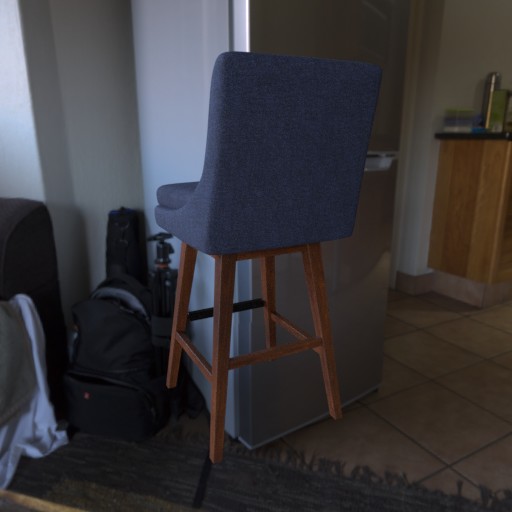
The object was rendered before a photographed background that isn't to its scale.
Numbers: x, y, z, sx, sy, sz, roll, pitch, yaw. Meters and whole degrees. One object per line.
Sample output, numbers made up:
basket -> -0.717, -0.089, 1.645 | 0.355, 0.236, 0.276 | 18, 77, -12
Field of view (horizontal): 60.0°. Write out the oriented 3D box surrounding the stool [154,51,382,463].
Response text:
stool -> 0.000, 0.000, 1.370 | 0.489, 1.068, 0.572 | -8, 18, -27
